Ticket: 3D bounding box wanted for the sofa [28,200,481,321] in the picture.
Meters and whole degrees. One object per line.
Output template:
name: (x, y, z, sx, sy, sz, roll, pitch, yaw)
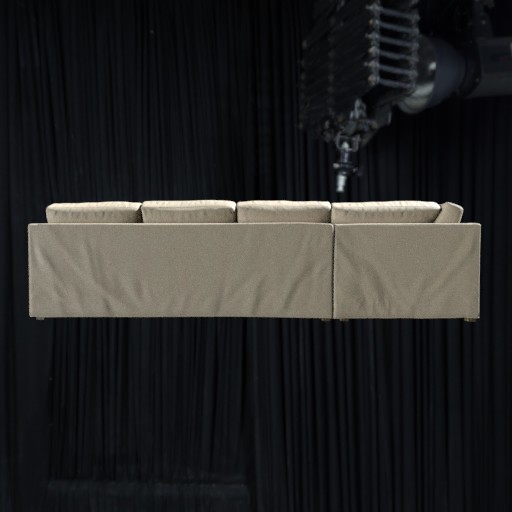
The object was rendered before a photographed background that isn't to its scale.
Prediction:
sofa: (0.000, 0.000, 4.295, 3.182, 0.871, 2.432, 0, 1, 1)
